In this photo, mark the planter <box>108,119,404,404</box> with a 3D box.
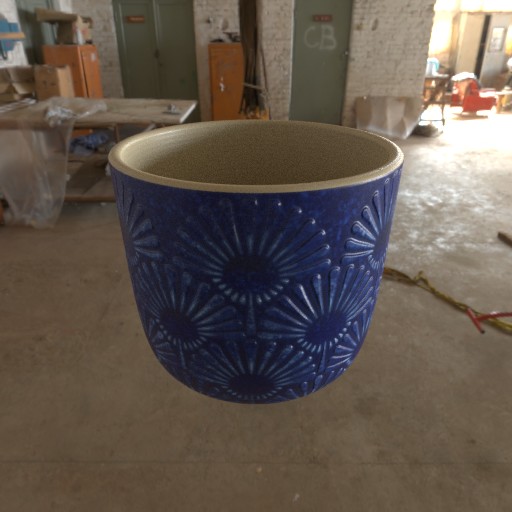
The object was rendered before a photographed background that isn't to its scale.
[{"bbox_3d":[0.000,0.000,0.217,0.124,0.109,0.124,0,27,0],"label":"planter"}]
